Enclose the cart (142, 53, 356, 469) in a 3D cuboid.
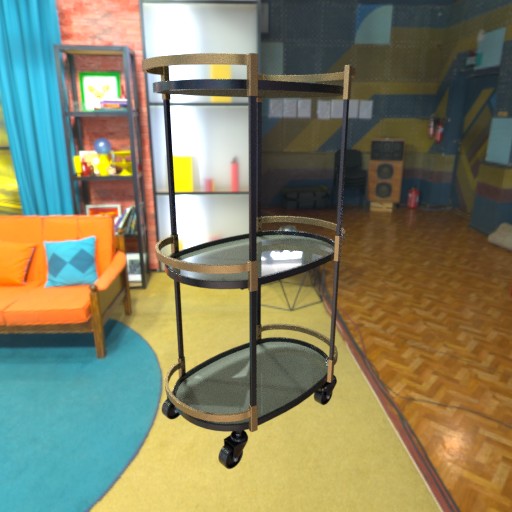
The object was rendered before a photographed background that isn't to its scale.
[{"bbox_3d":[0.000,0.000,1.117,0.515,0.885,0.311,-16,24,-41],"label":"cart"}]
